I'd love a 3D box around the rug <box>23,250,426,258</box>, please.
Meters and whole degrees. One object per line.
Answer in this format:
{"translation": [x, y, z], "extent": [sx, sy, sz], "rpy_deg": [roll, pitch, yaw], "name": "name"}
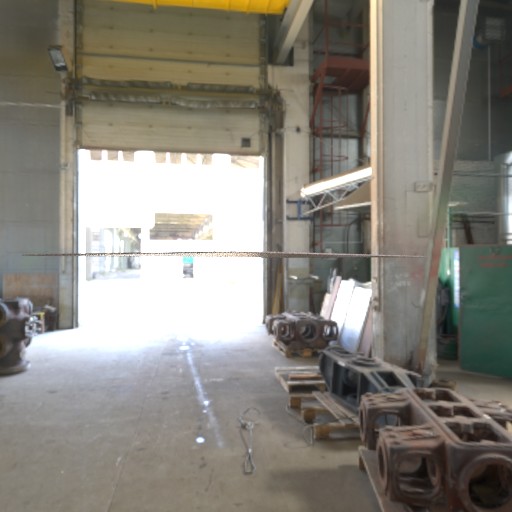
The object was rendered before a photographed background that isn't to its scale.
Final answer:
{"translation": [0.000, 0.000, 2.325], "extent": [1.219, 0.005, 1.829], "rpy_deg": [0, -1, 37], "name": "rug"}
